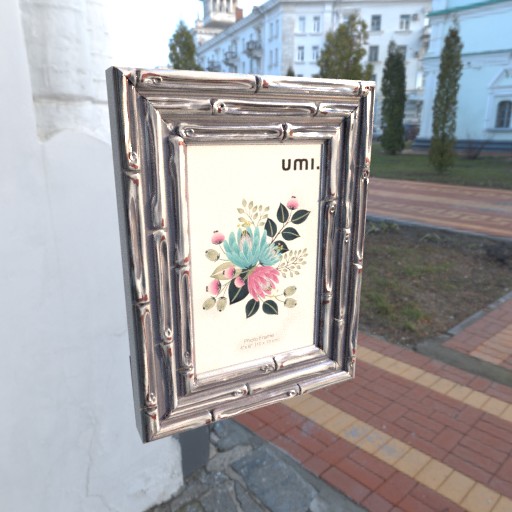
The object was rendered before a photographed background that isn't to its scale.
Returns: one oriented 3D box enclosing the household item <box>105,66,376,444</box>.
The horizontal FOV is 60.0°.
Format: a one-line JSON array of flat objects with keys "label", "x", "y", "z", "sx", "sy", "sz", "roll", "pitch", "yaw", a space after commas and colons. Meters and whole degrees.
[{"label": "household item", "x": 0.000, "y": 0.000, "z": 0.286, "sx": 0.165, "sy": 0.216, "sz": 0.025, "roll": -8, "pitch": 18, "yaw": -26}]
